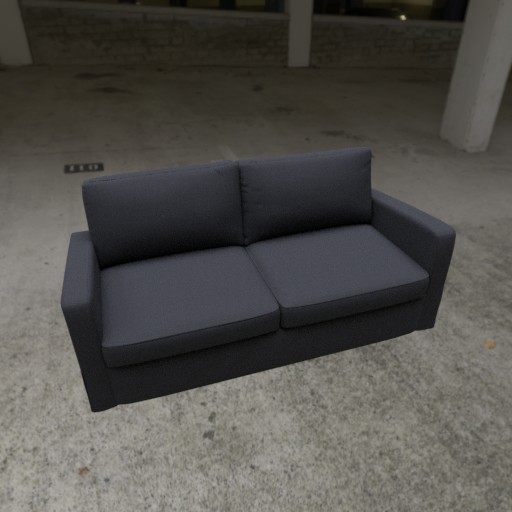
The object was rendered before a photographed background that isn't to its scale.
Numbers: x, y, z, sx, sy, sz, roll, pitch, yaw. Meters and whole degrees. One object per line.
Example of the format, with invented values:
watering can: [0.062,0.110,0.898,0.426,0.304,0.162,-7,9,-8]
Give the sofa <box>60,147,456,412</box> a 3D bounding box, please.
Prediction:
sofa: [0.000,0.000,2.356,1.852,0.839,0.898,-10,34,-15]
